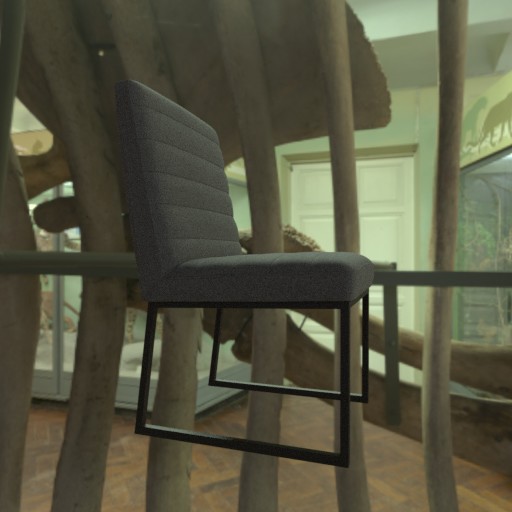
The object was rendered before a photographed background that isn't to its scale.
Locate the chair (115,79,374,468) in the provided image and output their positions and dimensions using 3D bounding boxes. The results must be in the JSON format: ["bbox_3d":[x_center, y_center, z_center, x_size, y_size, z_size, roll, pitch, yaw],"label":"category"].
[{"bbox_3d":[0.000,0.000,1.289,0.634,0.930,0.520,0,1,20],"label":"chair"}]
